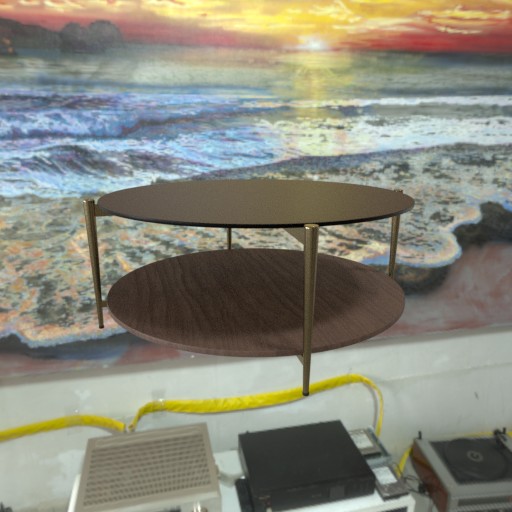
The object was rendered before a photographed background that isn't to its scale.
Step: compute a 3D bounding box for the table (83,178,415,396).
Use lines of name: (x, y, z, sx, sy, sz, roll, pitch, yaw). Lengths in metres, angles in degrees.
table: (0.000, 0.000, 1.438, 0.938, 0.400, 0.938, -14, 21, -42)
